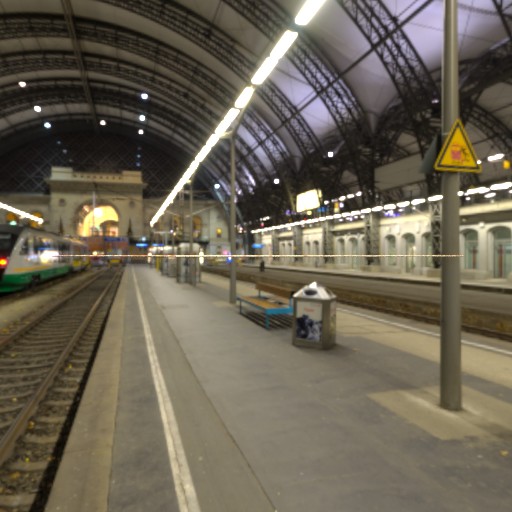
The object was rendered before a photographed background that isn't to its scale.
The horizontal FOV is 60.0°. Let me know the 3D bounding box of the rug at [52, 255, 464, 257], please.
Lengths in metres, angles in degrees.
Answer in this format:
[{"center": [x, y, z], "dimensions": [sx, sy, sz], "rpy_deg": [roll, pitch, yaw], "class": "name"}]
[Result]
[{"center": [0.000, 0.000, 4.187], "dimensions": [3.050, 0.011, 2.441], "rpy_deg": [0, 0, -37], "class": "rug"}]
